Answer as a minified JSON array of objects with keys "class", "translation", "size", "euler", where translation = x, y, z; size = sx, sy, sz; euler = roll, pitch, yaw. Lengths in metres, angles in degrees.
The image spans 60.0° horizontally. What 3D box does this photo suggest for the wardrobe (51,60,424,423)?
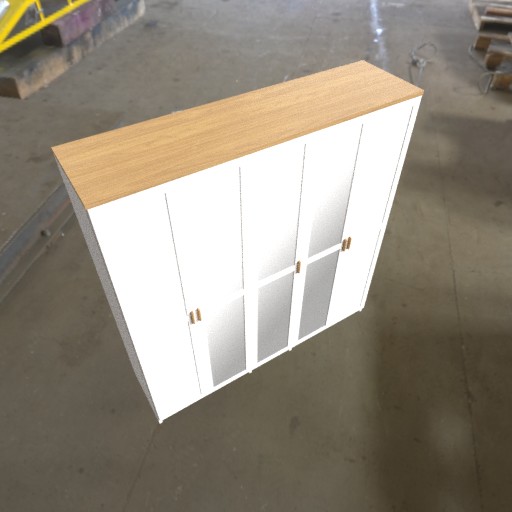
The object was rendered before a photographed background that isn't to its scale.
[{"class":"wardrobe","translation":[0.000,0.000,3.346],"size":[2.160,2.260,0.590],"euler":[-24,50,-22]}]
